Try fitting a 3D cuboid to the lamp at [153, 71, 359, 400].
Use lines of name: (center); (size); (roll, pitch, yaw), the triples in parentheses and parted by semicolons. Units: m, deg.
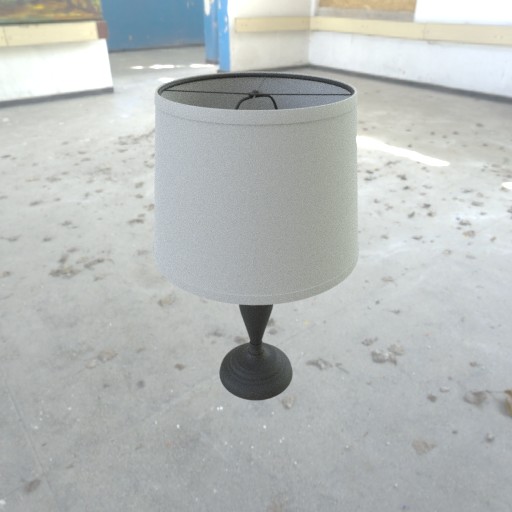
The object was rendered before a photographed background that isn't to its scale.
lamp: (0.000, 0.000, 0.693); (0.310, 0.501, 0.310); (0, 31, 0)
